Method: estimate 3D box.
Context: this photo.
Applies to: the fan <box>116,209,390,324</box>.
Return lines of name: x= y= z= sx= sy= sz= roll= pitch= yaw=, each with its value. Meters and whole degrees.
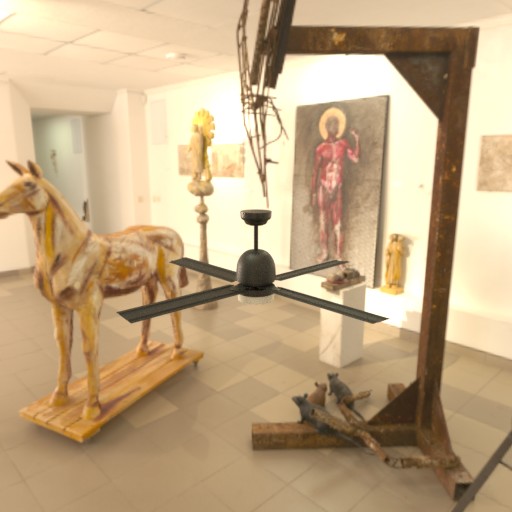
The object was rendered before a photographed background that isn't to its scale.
fan: x=0.000 y=0.000 z=2.021 sx=1.319 sy=0.410 sz=1.319 roll=-12 pitch=17 yaw=-43
